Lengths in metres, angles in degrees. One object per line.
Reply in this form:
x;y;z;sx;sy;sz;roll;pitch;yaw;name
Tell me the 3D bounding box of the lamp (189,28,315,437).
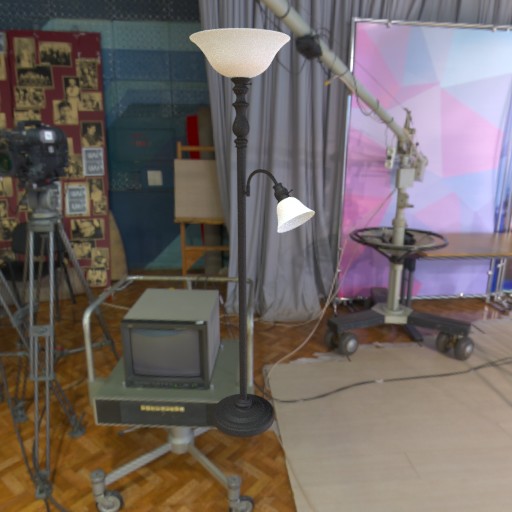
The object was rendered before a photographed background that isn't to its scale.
0.000;0.000;1.983;0.405;1.793;0.588;-16;23;-42;lamp
